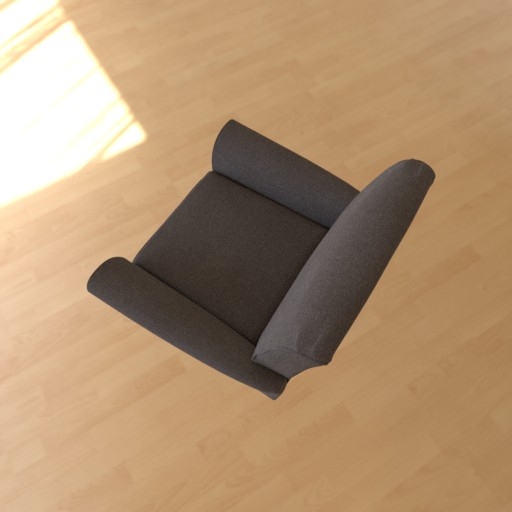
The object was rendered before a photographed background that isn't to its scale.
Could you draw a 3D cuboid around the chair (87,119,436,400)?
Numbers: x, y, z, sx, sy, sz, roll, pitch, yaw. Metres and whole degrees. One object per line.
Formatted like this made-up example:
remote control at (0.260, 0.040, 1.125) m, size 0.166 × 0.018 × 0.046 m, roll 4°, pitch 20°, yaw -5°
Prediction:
chair at (0.000, 0.000, 1.782) m, size 0.905 × 1.061 × 0.978 m, roll 30°, pitch 67°, yaw 14°
